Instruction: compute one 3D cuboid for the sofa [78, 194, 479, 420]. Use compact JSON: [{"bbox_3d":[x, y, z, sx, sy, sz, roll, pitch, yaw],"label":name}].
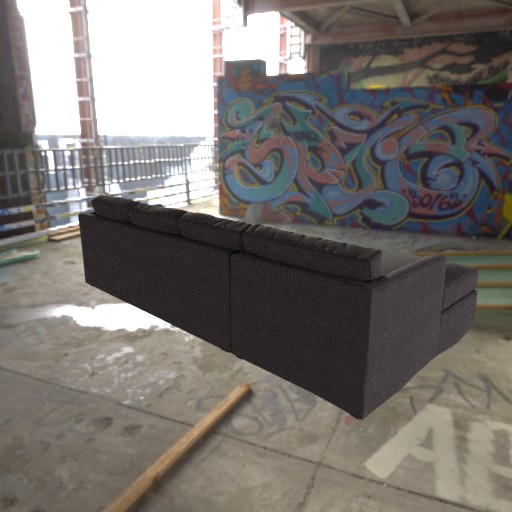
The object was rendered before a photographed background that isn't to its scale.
[{"bbox_3d":[0.000,0.000,3.819,3.205,0.922,1.650,14,21,42],"label":"sofa"}]
